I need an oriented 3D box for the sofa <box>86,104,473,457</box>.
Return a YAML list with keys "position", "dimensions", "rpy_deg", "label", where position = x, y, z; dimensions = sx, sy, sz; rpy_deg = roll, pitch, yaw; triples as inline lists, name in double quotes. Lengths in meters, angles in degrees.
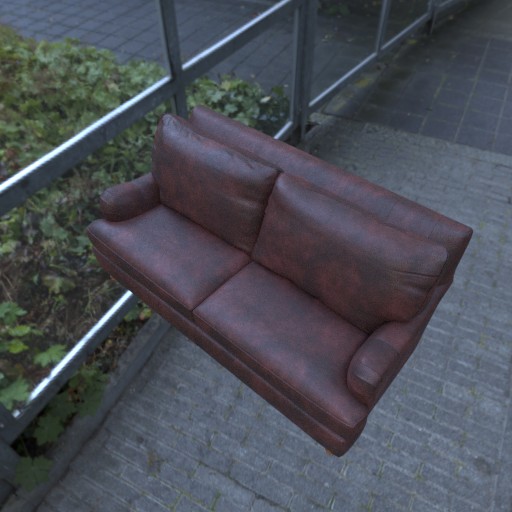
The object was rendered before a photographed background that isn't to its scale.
- position: [0.000, 0.000, 2.784]
  dimensions: [2.144, 1.071, 1.147]
  rpy_deg: [32, 54, 27]
  label: "sofa"
